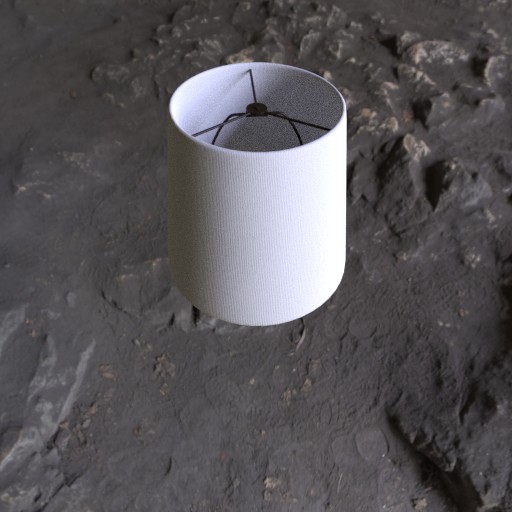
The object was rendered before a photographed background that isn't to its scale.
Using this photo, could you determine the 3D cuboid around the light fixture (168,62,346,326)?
[{"bbox_3d":[0.000,0.000,0.442,0.168,0.337,0.188,-4,47,-3],"label":"light fixture"}]
